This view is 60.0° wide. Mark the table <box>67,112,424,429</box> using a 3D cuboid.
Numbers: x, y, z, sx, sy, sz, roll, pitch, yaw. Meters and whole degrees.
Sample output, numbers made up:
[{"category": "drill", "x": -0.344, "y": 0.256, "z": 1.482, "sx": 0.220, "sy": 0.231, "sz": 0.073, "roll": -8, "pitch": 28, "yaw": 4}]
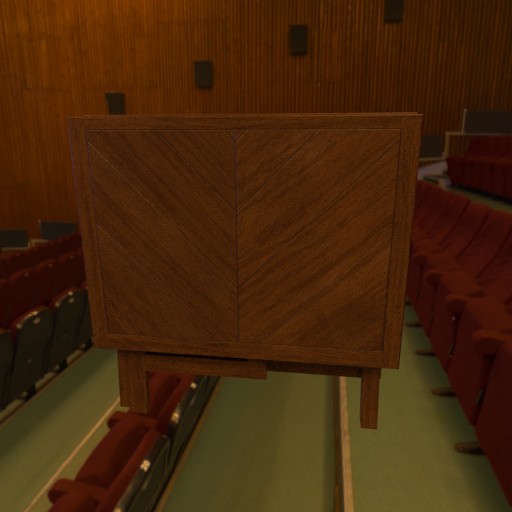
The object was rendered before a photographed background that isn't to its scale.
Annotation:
[{"category": "table", "x": 0.000, "y": 0.000, "z": 1.290, "sx": 0.746, "sy": 0.763, "sz": 0.591, "roll": 2, "pitch": 15, "yaw": 8}]
